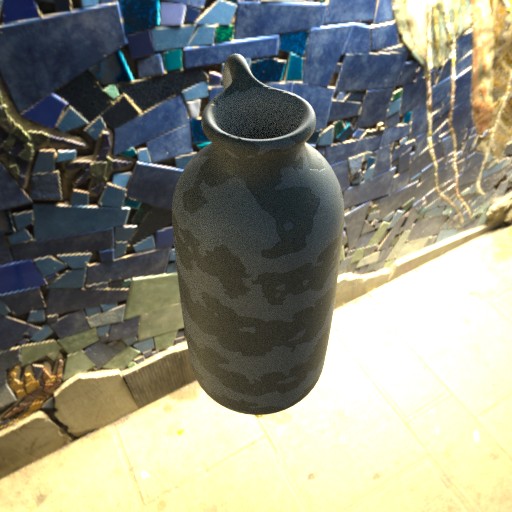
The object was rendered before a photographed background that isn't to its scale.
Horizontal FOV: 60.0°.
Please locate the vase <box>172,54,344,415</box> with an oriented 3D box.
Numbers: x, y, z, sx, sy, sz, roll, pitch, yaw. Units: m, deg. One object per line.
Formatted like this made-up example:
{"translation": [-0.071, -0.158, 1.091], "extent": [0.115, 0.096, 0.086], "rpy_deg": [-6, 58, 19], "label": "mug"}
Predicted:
{"translation": [0.000, 0.000, 0.487], "extent": [0.186, 0.382, 0.203], "rpy_deg": [-11, 48, -10], "label": "vase"}
